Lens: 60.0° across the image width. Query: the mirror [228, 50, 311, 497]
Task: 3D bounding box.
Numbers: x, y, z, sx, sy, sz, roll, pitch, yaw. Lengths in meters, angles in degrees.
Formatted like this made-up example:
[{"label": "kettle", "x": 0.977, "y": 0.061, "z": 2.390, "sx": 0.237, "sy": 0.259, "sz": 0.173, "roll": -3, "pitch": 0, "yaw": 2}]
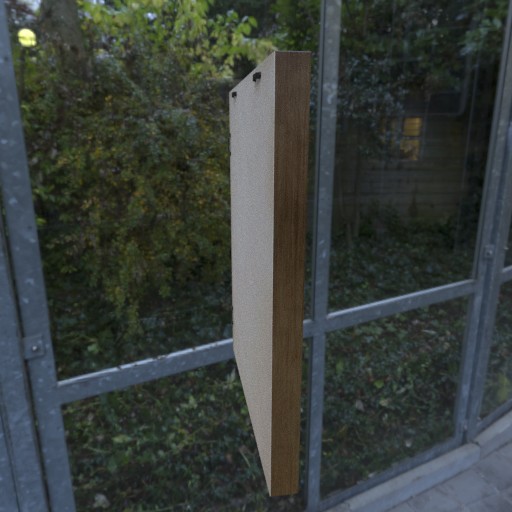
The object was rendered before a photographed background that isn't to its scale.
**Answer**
[{"label": "mirror", "x": 0.000, "y": 0.000, "z": 0.677, "sx": 0.041, "sy": 0.508, "sz": 0.405, "roll": -2, "pitch": 15, "yaw": -9}]
